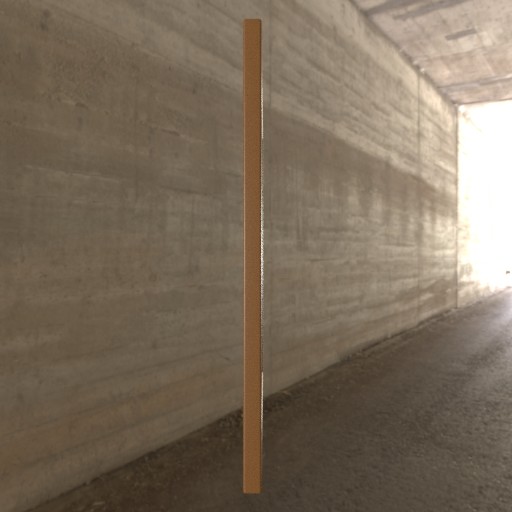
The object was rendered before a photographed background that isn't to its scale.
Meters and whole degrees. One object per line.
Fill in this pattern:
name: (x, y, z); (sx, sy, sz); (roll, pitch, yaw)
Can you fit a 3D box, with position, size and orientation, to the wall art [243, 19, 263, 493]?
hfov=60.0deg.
wall art: (0.000, 0.000, 0.737); (0.021, 0.550, 0.449); (0, 0, 1)
